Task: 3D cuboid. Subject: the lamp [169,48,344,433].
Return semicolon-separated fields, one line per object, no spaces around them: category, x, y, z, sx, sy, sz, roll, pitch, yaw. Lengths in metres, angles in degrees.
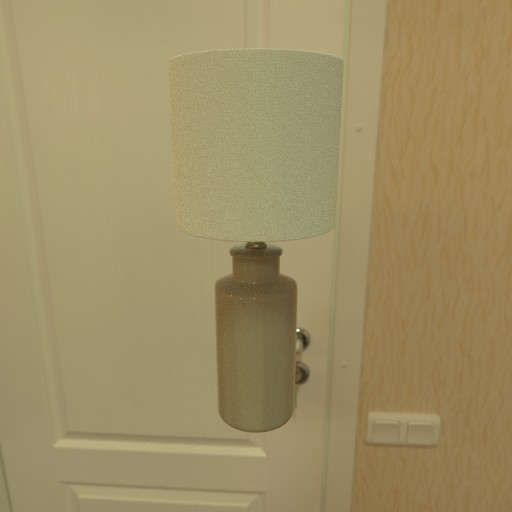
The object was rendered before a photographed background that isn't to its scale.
lamp;0.000;0.000;0.613;0.212;0.493;0.212;-7;18;-24
